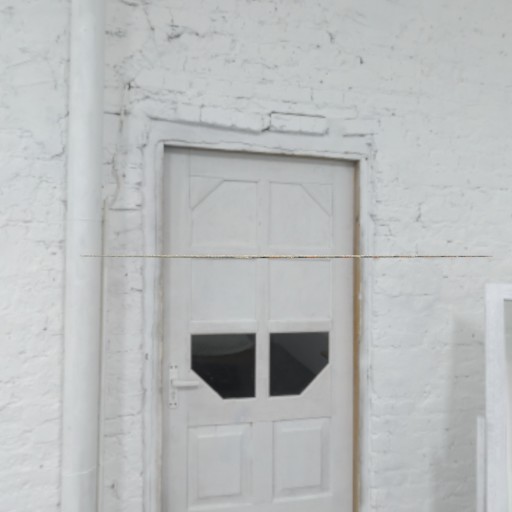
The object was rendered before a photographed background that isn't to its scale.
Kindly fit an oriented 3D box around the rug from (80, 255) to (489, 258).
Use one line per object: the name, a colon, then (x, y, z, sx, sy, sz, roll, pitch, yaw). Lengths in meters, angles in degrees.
rug: (0.000, 0.000, 4.165, 2.379, 0.011, 3.221, 0, 0, -35)
